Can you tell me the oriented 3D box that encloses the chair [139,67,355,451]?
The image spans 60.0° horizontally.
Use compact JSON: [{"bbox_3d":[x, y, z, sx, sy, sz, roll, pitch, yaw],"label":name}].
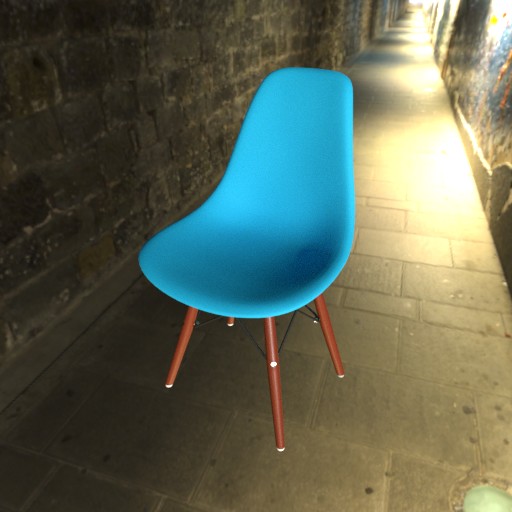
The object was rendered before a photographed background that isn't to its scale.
[{"bbox_3d":[0.000,0.000,1.123,0.470,0.826,0.533,18,35,28],"label":"chair"}]
